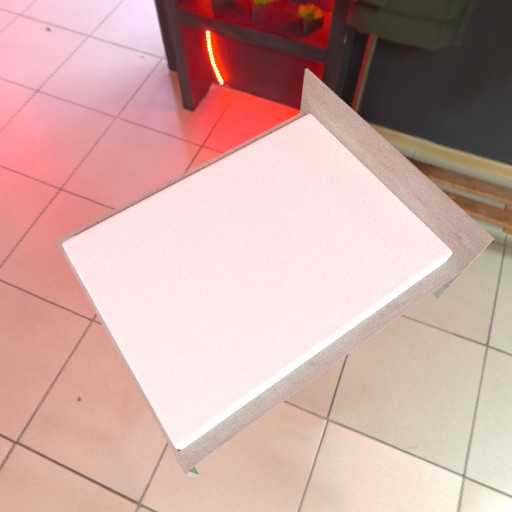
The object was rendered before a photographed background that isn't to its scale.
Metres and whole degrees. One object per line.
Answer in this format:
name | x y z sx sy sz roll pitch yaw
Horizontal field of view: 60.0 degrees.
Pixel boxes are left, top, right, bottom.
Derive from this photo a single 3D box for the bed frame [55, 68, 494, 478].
bed frame | 0.000 0.000 2.759 1.960 0.800 1.622 -31 66 -16
